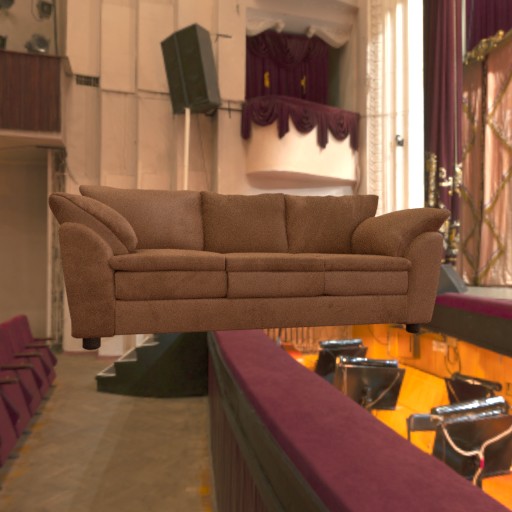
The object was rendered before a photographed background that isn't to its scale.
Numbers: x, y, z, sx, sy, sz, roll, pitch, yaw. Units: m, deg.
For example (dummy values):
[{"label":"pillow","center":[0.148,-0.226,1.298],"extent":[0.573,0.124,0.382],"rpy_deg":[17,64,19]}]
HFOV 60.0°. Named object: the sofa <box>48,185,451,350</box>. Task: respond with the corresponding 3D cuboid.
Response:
[{"label":"sofa","center":[0.000,0.000,2.880],"extent":[2.377,0.981,0.893],"rpy_deg":[0,-1,-17]}]
